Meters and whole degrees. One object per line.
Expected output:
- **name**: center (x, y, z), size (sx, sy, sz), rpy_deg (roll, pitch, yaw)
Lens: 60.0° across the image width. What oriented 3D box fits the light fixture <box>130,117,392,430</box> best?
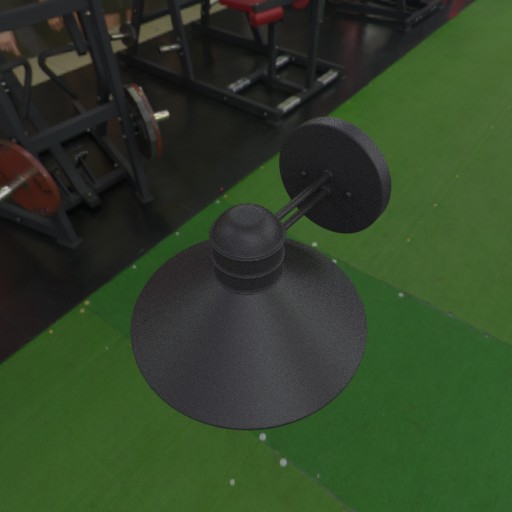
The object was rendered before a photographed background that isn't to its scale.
- **light fixture**: center (0.000, 0.000, 0.673), size (0.396, 0.265, 0.434), rpy_deg (31, 54, 26)
